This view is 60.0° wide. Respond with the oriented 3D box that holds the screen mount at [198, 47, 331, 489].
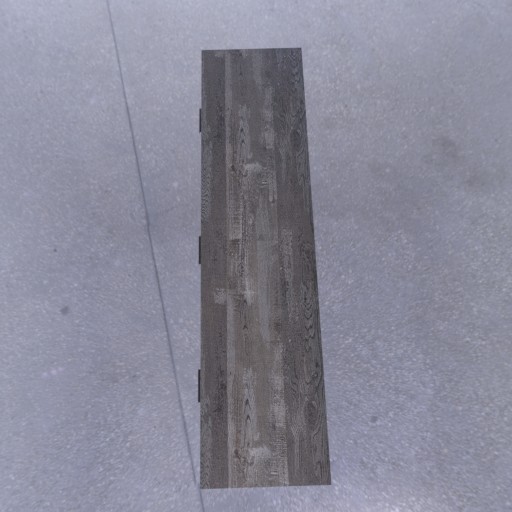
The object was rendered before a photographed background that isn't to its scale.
[{"bbox_3d":[0.000,0.000,1.712,0.395,0.450,1.524,-2,75,0],"label":"screen mount"}]
